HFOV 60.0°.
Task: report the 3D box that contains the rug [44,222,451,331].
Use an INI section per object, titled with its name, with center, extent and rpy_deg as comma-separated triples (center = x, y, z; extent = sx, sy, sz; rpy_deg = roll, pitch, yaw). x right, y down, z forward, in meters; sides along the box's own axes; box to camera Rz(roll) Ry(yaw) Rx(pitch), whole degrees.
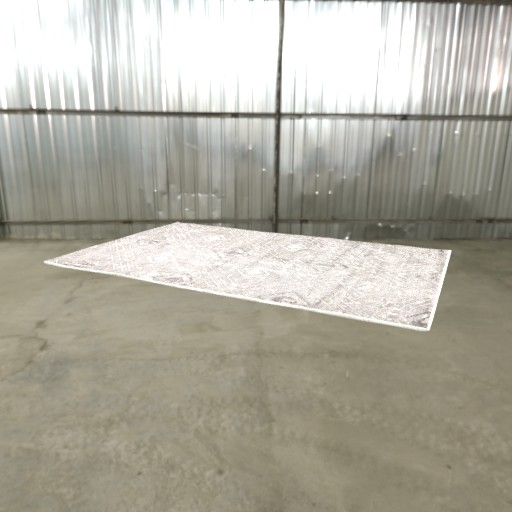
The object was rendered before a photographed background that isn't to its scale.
[rug]
center = 0.000, 0.000, 3.117
extent = 2.447, 0.036, 1.537
rpy_deg = 7, 17, 25
